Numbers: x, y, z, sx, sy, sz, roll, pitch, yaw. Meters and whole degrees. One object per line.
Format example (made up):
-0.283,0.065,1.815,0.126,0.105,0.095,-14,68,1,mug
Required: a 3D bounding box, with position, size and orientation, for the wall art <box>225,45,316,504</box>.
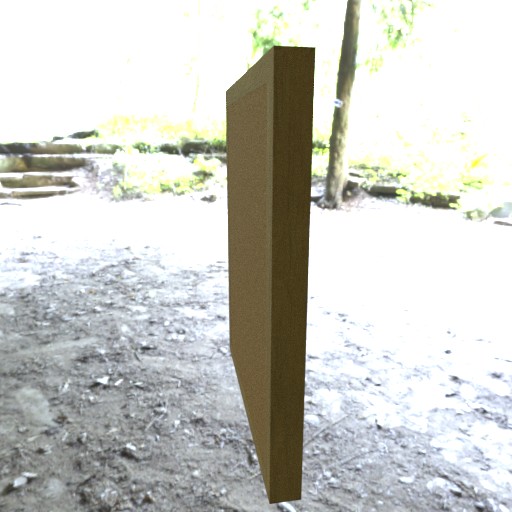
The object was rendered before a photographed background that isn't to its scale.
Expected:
0.000,0.000,0.501,0.030,0.380,0.312,-3,15,-10,wall art
